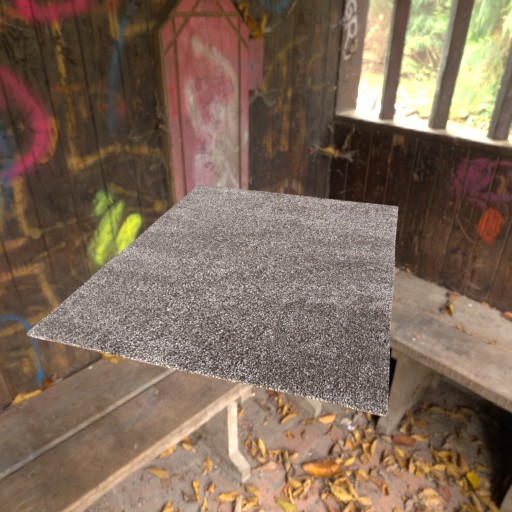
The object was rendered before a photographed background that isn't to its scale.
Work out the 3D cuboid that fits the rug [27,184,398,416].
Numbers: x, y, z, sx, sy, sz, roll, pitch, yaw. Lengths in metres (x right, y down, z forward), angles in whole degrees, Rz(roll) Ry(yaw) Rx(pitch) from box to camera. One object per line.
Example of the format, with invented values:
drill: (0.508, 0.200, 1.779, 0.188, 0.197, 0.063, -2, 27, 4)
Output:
rug: (0.000, 0.000, 3.988, 2.401, 0.025, 3.000, 8, 31, 14)
